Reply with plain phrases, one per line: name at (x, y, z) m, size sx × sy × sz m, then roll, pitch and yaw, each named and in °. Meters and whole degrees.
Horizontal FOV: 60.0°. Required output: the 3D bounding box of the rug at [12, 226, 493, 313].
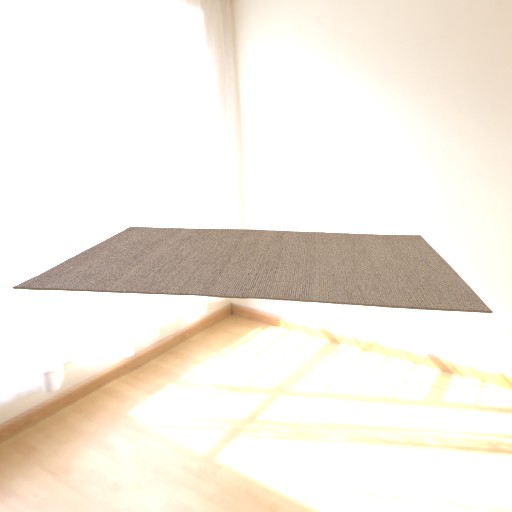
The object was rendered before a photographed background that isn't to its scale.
rug at (0.000, 0.000, 2.165) m, size 1.792 × 0.021 × 1.154 m, roll 2°, pitch 16°, yaw 8°
